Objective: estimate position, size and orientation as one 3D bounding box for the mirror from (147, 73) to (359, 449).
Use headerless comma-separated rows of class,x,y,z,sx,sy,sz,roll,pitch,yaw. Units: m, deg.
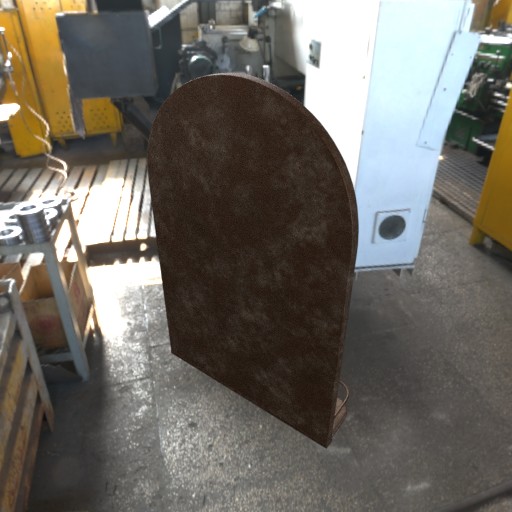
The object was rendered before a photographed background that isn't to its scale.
mirror,0.000,0.000,0.985,0.510,0.770,0.137,22,37,31
